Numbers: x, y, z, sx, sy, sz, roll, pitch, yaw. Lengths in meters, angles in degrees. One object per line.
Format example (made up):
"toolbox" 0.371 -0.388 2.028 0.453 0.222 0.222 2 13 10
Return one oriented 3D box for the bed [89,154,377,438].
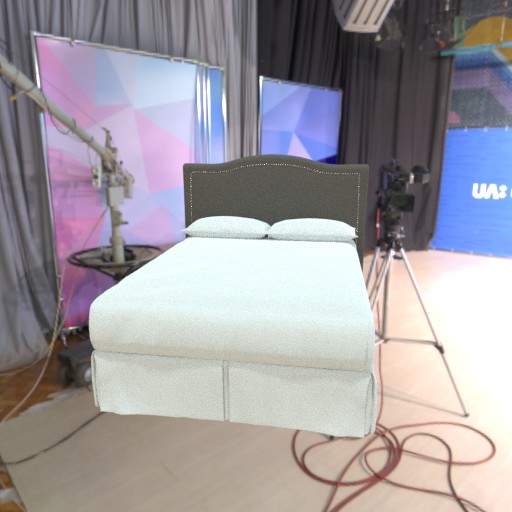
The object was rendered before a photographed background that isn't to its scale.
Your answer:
"bed" 0.000 0.000 3.185 1.666 1.387 2.036 2 14 9
